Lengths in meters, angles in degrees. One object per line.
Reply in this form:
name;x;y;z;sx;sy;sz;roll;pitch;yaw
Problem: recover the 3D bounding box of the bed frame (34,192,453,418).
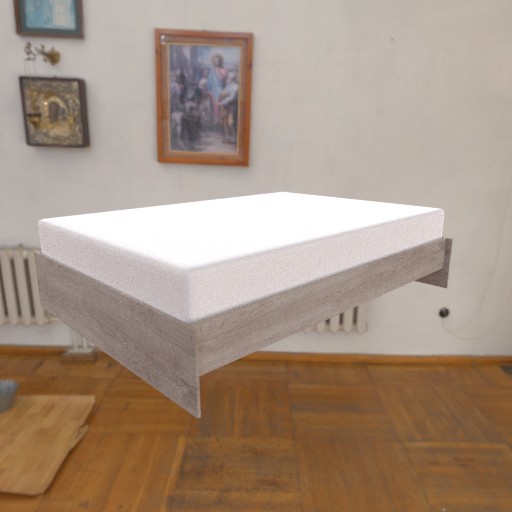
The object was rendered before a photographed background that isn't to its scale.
bed frame;0.000;0.000;2.565;1.945;0.497;1.445;-14;20;-42
